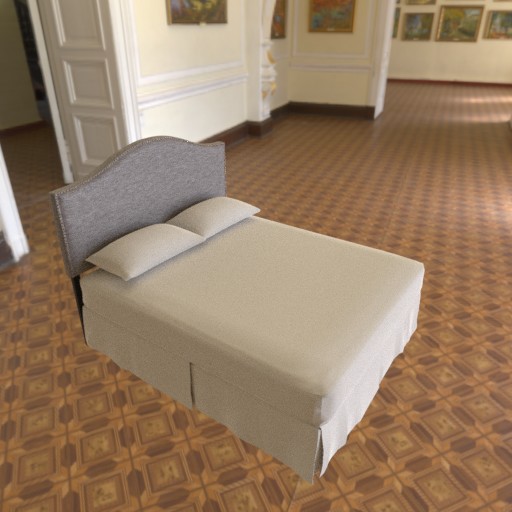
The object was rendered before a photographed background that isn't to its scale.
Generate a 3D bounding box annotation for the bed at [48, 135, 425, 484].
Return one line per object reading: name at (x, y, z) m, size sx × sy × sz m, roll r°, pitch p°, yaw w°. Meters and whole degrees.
bed at (0.000, 0.000, 2.892) m, size 1.870 × 1.295 × 1.610 m, roll 18°, pitch 33°, yaw 31°
